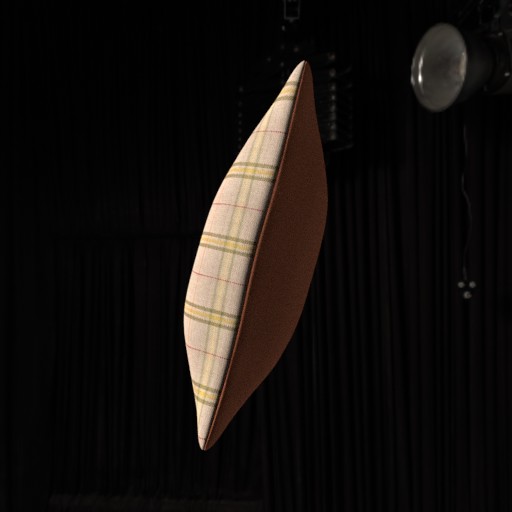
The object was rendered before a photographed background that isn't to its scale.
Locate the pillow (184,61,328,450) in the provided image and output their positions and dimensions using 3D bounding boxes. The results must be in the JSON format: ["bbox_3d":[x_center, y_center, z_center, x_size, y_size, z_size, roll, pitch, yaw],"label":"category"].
[{"bbox_3d":[0.000,0.000,0.710,0.200,0.430,0.453,0,0,1],"label":"pillow"}]
